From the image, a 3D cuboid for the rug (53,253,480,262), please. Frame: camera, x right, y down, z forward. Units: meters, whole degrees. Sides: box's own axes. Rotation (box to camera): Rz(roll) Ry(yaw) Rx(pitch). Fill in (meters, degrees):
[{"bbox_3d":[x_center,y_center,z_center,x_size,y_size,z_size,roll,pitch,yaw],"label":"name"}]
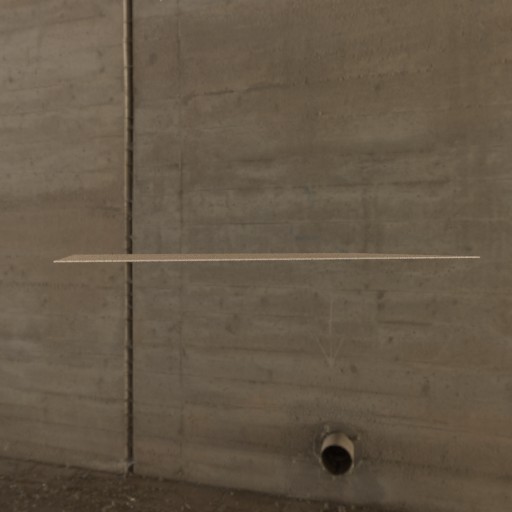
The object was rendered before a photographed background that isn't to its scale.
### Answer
[{"bbox_3d":[0.000,0.000,3.089,2.440,0.008,1.524,0,1,-19],"label":"rug"}]
